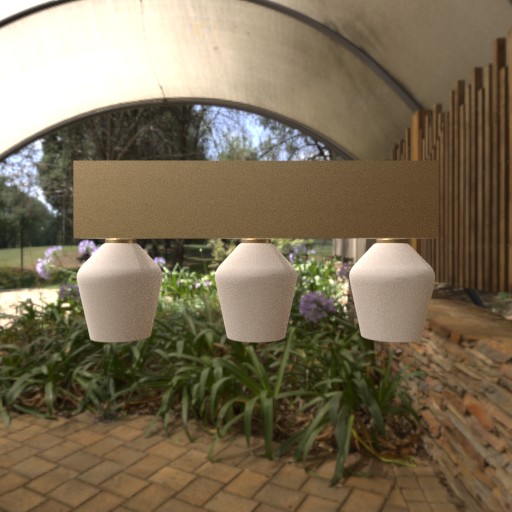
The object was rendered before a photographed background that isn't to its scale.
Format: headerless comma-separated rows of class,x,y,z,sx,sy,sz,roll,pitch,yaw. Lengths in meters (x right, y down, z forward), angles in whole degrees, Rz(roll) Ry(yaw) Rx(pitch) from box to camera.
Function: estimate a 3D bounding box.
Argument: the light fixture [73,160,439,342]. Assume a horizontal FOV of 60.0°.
light fixture,0.000,0.000,0.743,0.609,0.280,0.190,0,0,0
